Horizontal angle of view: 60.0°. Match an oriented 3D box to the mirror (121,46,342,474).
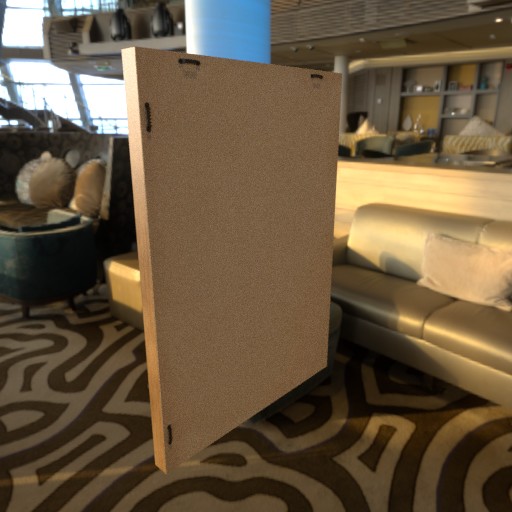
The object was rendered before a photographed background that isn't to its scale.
[{"bbox_3d":[0.000,0.000,0.886,0.039,0.711,0.508,16,23,41],"label":"mirror"}]
